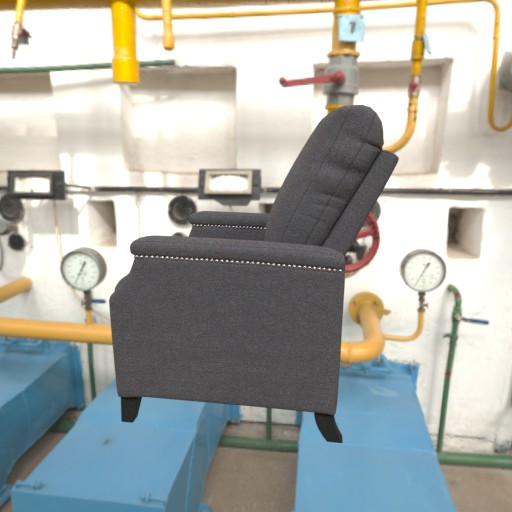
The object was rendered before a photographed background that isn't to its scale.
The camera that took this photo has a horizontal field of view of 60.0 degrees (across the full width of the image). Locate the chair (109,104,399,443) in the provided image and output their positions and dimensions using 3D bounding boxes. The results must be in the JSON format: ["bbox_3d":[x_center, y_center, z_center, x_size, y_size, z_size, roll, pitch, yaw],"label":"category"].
[{"bbox_3d":[0.000,0.000,1.676,0.922,1.049,0.710,2,13,9],"label":"chair"}]
